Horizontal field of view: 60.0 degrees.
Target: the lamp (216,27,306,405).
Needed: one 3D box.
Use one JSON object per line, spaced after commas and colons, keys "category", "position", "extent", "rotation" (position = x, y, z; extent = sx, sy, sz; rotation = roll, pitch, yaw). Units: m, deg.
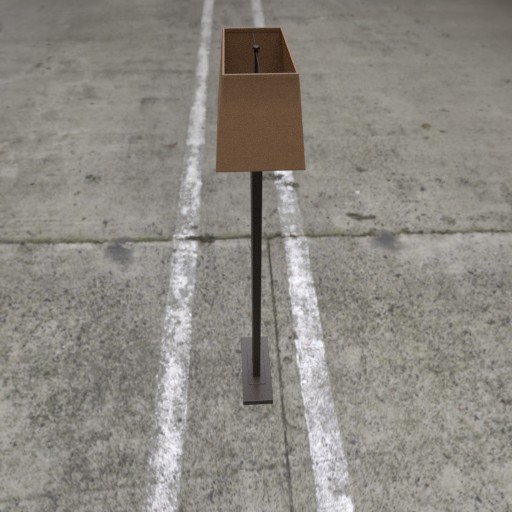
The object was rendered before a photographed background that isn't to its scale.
{"category": "lamp", "position": [0.000, 0.000, 1.652], "extent": [0.233, 1.469, 0.475], "rotation": [-2, 41, -2]}
